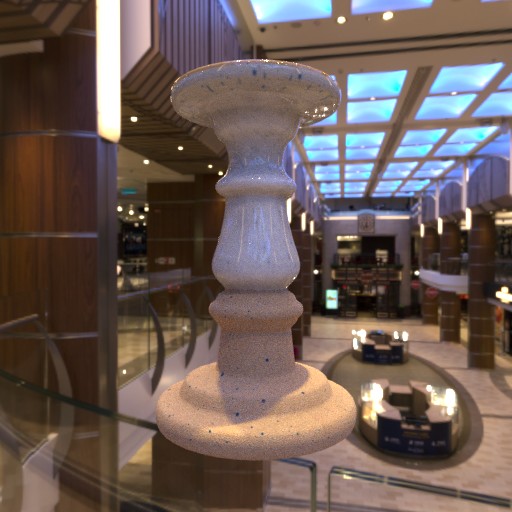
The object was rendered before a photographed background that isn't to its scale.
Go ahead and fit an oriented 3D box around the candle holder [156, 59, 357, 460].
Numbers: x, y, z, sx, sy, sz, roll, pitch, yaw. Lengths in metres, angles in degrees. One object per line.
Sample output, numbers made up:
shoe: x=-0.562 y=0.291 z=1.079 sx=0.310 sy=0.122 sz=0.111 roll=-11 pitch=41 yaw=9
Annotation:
candle holder: x=0.000 y=0.000 z=0.276 sx=0.123 sy=0.202 sz=0.123 roll=0 pitch=1 yaw=0
